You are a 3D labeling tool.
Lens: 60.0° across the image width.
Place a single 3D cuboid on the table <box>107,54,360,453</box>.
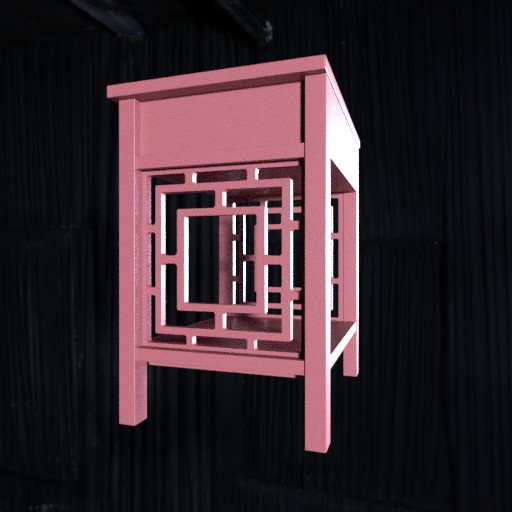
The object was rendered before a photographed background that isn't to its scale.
[{"bbox_3d":[0.000,0.000,1.107,0.451,0.686,0.599,0,0,19],"label":"table"}]
